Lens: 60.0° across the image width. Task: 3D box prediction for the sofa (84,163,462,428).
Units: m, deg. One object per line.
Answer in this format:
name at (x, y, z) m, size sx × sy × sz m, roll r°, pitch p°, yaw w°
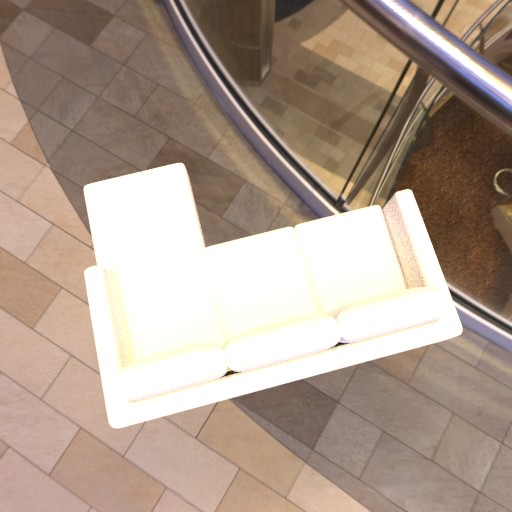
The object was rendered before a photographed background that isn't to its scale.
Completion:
sofa at (0.000, 0.000, 2.828) m, size 2.029 × 0.899 × 1.580 m, roll -14°, pitch 77°, yaw -3°
